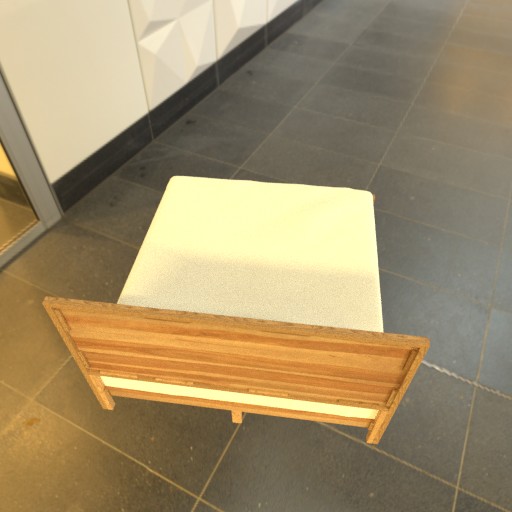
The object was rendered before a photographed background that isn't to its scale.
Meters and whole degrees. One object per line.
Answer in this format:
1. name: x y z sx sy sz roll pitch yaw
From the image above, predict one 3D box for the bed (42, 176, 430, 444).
1. bed: 0.000 0.000 3.481 2.013 1.295 2.184 5 47 5
